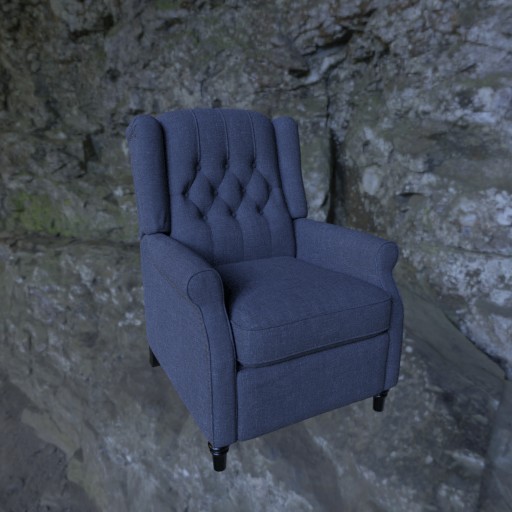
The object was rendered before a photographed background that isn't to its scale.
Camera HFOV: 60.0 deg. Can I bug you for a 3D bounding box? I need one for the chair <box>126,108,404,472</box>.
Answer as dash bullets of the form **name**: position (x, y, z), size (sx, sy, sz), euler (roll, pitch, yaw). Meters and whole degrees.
- **chair**: position (0.000, 0.000, 1.593), size (0.742, 1.035, 0.898), euler (-8, 18, -26)
